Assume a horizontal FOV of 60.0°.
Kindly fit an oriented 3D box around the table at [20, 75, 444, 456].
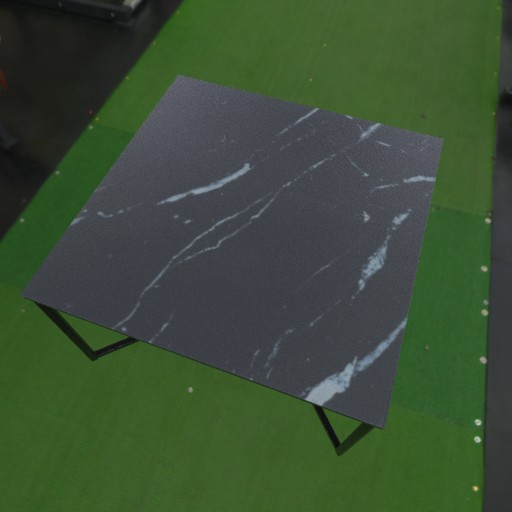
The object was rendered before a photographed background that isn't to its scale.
[{"bbox_3d":[0.000,0.000,1.278,0.800,0.450,0.800,17,60,10],"label":"table"}]
